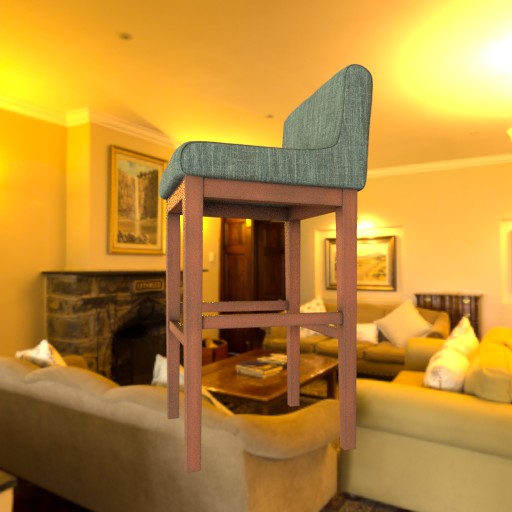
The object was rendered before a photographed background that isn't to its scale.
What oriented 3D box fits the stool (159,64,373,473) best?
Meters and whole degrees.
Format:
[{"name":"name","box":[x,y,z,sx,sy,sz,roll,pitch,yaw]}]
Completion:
[{"name":"stool","box":[0.000,0.000,1.231,0.499,0.965,0.426,0,-1,-18]}]
